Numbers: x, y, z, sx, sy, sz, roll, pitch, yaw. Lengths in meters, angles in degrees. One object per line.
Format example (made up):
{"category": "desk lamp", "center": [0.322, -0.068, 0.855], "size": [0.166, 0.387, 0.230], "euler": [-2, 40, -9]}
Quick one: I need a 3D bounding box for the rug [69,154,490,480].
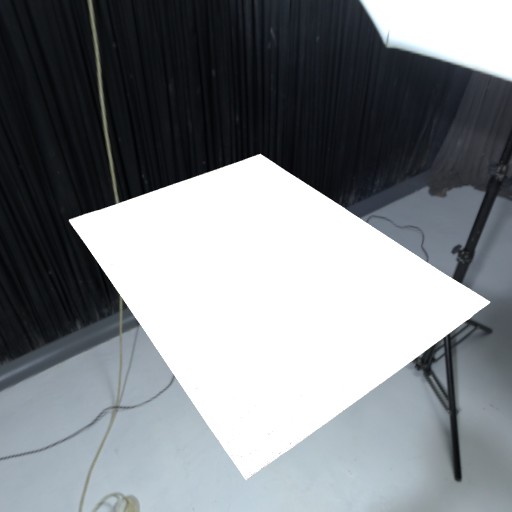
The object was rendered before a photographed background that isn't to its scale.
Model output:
{"category": "rug", "center": [0.000, 0.000, 4.808], "size": [2.873, 0.053, 3.778], "euler": [-25, 46, -26]}
